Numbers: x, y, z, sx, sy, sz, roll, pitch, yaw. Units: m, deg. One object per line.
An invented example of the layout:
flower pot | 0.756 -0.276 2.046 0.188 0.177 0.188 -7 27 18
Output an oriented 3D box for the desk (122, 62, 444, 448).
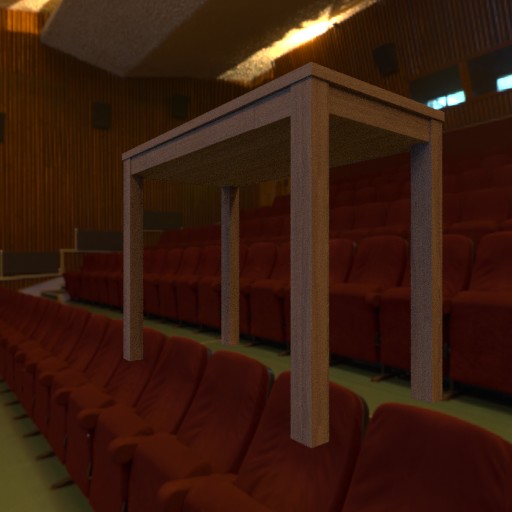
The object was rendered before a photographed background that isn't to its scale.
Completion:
desk | 0.000 0.000 1.414 0.495 0.762 0.991 0 0 -38
